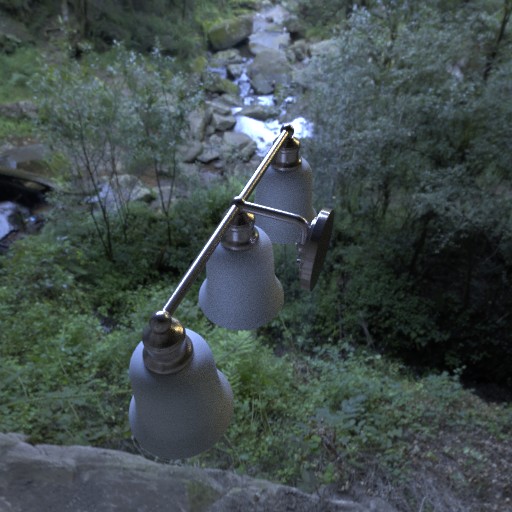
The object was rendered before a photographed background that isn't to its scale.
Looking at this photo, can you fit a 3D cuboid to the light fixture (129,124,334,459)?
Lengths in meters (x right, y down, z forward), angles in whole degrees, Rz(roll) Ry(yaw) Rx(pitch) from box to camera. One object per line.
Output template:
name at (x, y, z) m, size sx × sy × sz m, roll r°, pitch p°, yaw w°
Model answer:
light fixture at (0.000, 0.000, 0.672) m, size 0.198 × 0.211 × 0.570 m, roll 16°, pitch 48°, yaw 15°
